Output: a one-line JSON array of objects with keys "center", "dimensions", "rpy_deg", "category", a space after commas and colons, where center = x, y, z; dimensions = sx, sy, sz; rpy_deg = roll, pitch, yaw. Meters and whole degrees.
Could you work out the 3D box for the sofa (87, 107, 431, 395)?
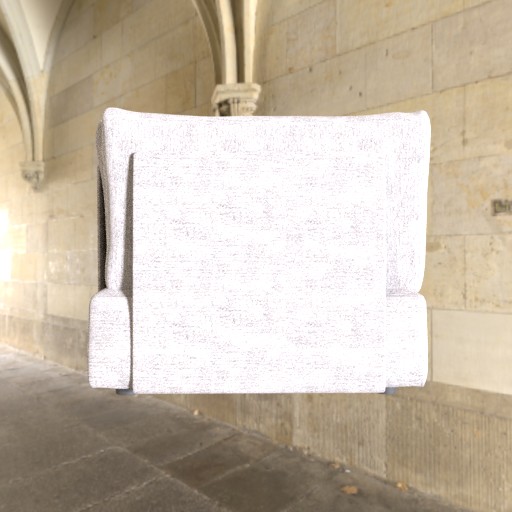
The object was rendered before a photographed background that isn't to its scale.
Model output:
[{"center": [0.000, 0.000, 1.714], "dimensions": [1.000, 0.820, 1.000], "rpy_deg": [0, -1, -1], "category": "sofa"}]
